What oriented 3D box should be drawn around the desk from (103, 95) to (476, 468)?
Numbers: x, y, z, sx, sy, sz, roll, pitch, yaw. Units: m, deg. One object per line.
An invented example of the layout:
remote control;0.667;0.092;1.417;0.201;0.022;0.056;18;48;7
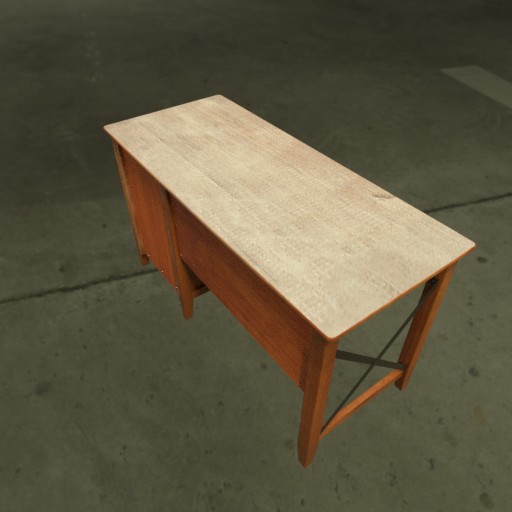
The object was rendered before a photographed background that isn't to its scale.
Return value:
desk;0.000;0.000;1.788;0.574;0.756;1.353;-26;48;-26
